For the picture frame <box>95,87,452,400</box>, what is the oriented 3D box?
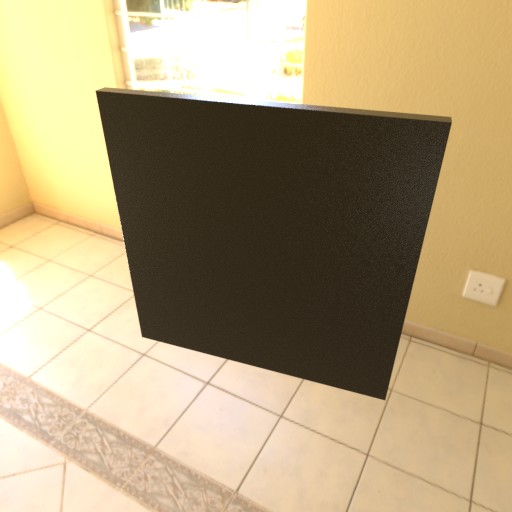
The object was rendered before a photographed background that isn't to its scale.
[{"bbox_3d":[0.000,0.000,0.826,0.559,0.557,0.029,11,34,16],"label":"picture frame"}]
